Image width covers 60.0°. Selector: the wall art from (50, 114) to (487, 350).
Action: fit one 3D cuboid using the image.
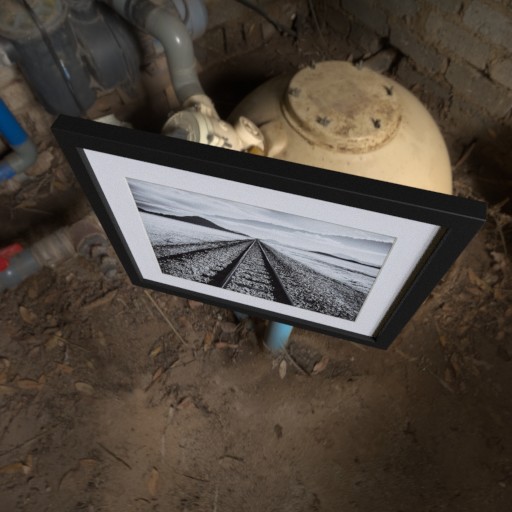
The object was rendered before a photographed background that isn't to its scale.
[{"bbox_3d":[0.000,0.000,0.751,0.559,0.458,0.029,14,60,8],"label":"wall art"}]
